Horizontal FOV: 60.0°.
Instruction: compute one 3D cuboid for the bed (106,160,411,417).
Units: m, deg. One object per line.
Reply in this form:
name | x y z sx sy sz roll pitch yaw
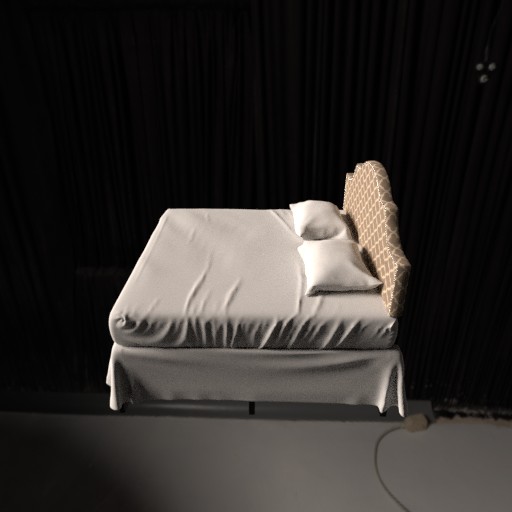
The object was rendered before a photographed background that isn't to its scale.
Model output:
bed | 0.000 0.000 3.804 2.222 1.601 2.314 0 27 1
